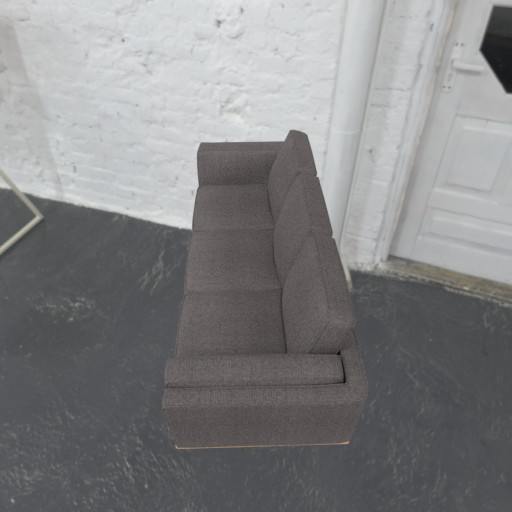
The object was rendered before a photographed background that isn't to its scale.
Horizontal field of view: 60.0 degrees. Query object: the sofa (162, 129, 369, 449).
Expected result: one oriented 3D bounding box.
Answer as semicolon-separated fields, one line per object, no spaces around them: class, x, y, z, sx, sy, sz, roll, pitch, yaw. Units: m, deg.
sofa;0.000;0.000;2.849;0.903;0.899;2.362;-1;41;-1
